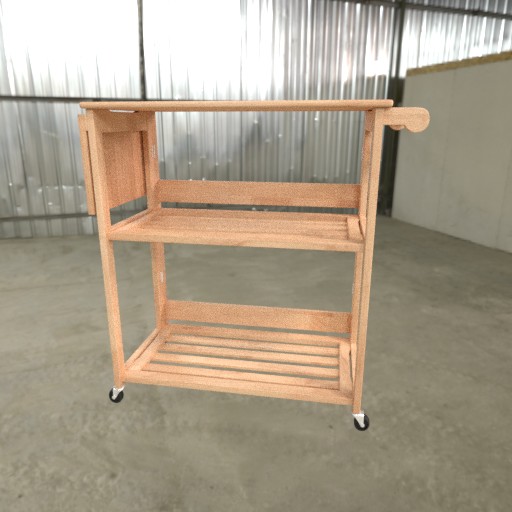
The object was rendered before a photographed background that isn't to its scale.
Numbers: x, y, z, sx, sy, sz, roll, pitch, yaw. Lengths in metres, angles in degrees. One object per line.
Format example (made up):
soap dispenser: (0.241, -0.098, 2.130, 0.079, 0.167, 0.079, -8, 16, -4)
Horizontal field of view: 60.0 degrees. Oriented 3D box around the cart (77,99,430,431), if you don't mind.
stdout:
cart: (0.000, 0.000, 1.355, 0.853, 0.879, 0.432, 3, 17, 10)
